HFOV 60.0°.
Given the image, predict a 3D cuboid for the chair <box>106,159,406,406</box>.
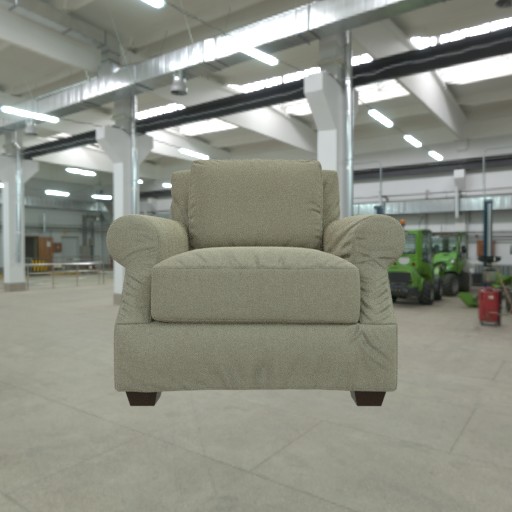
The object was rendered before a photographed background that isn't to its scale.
[{"bbox_3d":[0.000,0.000,1.755,0.940,0.866,1.066,0,1,0],"label":"chair"}]
